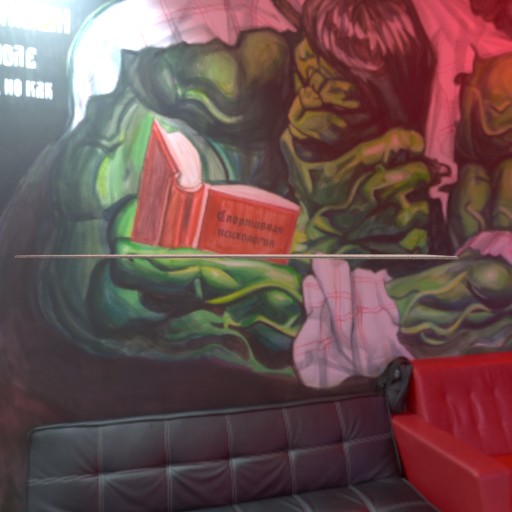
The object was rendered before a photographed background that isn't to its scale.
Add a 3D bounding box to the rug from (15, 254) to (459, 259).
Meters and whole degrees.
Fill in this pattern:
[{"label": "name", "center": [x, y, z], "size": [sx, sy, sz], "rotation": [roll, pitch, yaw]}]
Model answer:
[{"label": "rug", "center": [0.000, 0.000, 3.818], "size": [2.895, 0.018, 2.288], "rotation": [0, 0, 17]}]
